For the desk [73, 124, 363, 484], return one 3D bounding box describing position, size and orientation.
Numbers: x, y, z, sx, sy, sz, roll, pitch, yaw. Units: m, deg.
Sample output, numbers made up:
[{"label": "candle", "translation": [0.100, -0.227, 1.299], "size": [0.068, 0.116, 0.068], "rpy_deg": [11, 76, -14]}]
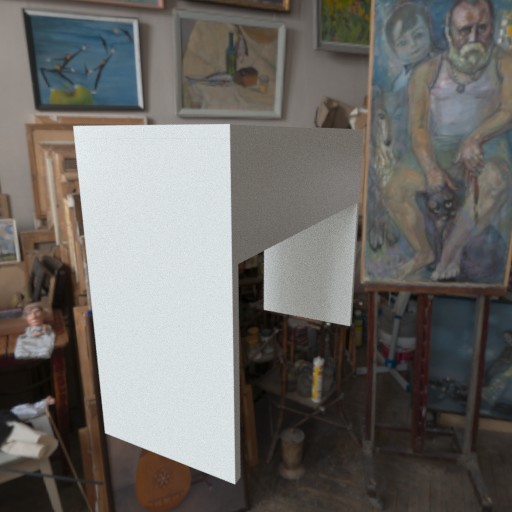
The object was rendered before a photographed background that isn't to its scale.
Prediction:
[{"label": "desk", "translation": [0.000, 0.000, 1.427], "size": [0.400, 0.790, 1.000], "rpy_deg": [8, 17, 26]}]
